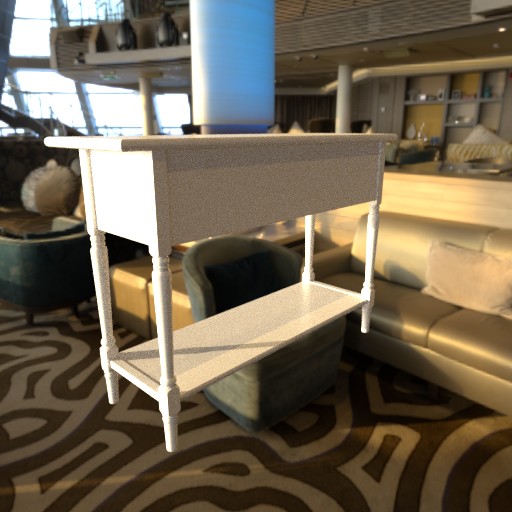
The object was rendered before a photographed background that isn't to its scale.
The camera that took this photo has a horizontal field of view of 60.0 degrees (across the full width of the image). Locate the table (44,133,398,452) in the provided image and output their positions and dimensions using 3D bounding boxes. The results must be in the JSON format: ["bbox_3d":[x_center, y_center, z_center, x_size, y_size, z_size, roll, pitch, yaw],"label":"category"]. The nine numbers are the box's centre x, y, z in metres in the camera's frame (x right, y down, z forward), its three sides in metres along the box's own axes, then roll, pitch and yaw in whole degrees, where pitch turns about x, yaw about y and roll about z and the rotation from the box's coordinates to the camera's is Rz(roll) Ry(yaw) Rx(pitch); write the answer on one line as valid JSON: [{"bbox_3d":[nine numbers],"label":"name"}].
[{"bbox_3d":[0.000,0.000,1.547,0.386,0.814,1.191,15,22,42],"label":"table"}]
